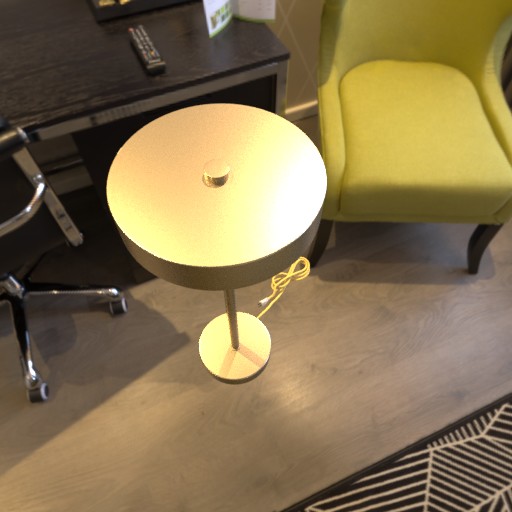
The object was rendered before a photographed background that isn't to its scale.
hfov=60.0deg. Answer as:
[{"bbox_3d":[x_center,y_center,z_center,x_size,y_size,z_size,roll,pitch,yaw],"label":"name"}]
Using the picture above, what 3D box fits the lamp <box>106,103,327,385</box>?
[{"bbox_3d":[0.000,0.000,0.700,0.229,0.508,0.369,31,62,18],"label":"lamp"}]
